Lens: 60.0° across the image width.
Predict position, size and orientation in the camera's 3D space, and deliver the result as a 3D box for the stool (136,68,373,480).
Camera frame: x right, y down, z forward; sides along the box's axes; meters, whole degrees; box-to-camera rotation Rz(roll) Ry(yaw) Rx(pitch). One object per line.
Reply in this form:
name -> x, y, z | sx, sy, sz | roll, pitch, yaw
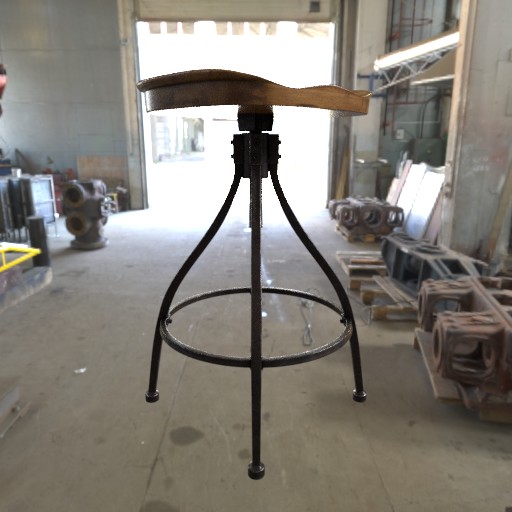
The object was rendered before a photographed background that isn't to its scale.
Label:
stool -> 0.000, 0.000, 0.956 | 0.424, 0.694, 0.432 | 14, 20, 43
